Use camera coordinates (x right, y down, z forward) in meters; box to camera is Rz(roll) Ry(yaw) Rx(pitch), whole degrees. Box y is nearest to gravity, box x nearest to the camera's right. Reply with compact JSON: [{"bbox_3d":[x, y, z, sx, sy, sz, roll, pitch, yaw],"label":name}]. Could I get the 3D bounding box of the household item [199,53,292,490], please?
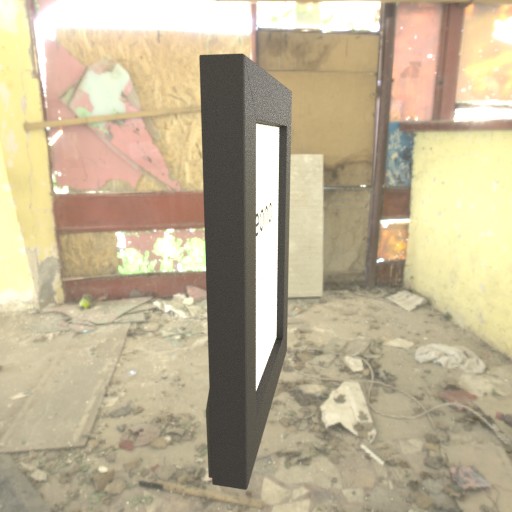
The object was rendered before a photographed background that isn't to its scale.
[{"bbox_3d":[0.000,0.000,0.237,0.022,0.178,0.133,3,16,11],"label":"household item"}]
